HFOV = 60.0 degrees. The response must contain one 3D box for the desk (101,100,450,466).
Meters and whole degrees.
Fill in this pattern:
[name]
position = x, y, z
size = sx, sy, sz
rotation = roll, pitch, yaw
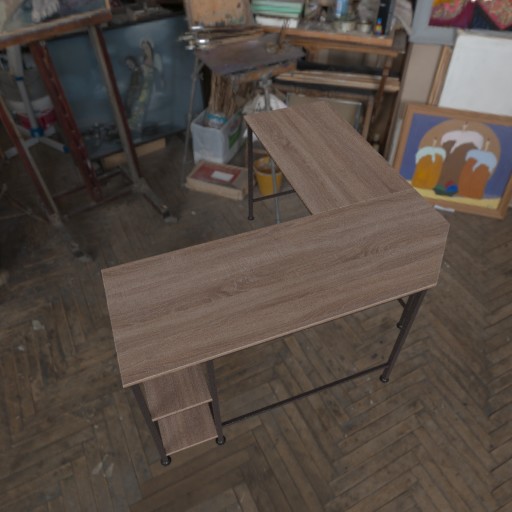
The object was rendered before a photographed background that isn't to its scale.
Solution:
[desk]
position = 0.000, 0.000, 2.212
size = 1.379, 0.739, 1.379
rotation = -15, 48, -14
